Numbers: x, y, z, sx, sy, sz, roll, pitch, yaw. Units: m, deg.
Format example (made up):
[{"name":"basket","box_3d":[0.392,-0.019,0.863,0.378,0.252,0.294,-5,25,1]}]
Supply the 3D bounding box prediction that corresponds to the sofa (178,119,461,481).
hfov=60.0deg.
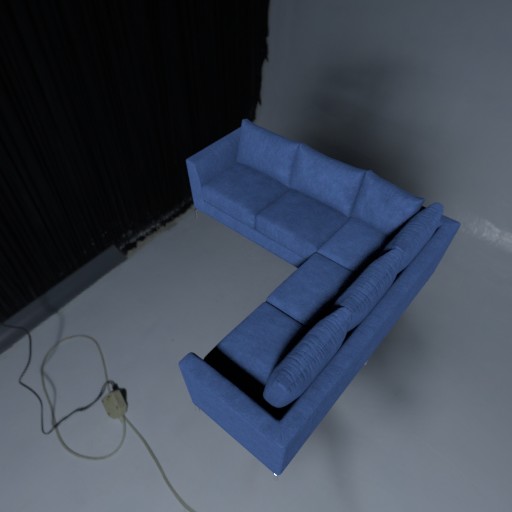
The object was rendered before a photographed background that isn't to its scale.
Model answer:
[{"name":"sofa","box_3d":[0.000,0.000,3.819,2.472,0.988,2.463,31,54,27]}]
